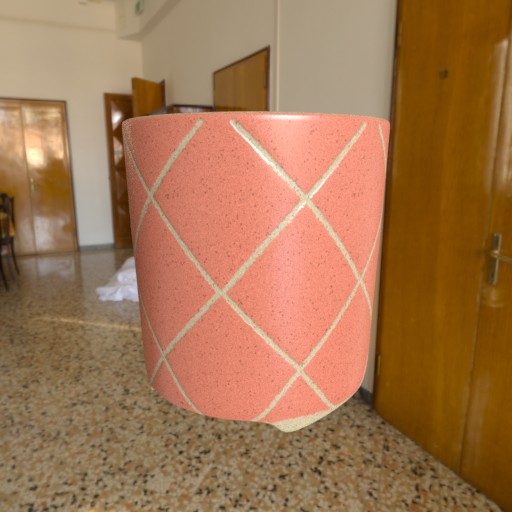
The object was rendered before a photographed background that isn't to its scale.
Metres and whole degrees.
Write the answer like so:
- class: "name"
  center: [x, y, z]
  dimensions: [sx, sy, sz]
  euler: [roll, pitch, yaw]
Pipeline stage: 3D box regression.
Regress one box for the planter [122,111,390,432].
- class: "planter"
  center: [0.000, 0.000, 0.349]
  dimensions: [0.191, 0.200, 0.191]
  euler: [0, 12, 0]
